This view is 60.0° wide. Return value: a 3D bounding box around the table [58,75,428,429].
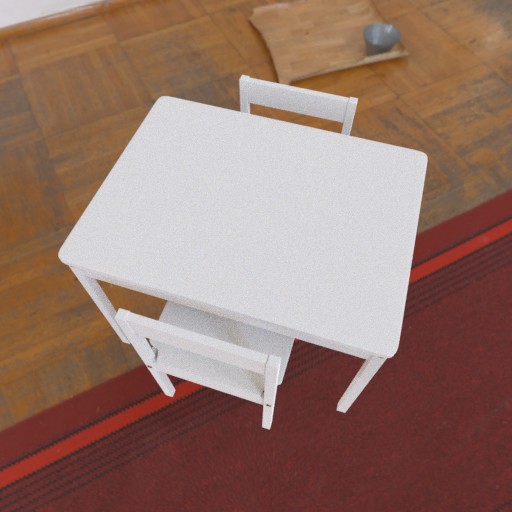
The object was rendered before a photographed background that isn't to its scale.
[{"bbox_3d":[0.000,0.000,1.098,0.650,0.503,0.672,15,60,9],"label":"table"}]
